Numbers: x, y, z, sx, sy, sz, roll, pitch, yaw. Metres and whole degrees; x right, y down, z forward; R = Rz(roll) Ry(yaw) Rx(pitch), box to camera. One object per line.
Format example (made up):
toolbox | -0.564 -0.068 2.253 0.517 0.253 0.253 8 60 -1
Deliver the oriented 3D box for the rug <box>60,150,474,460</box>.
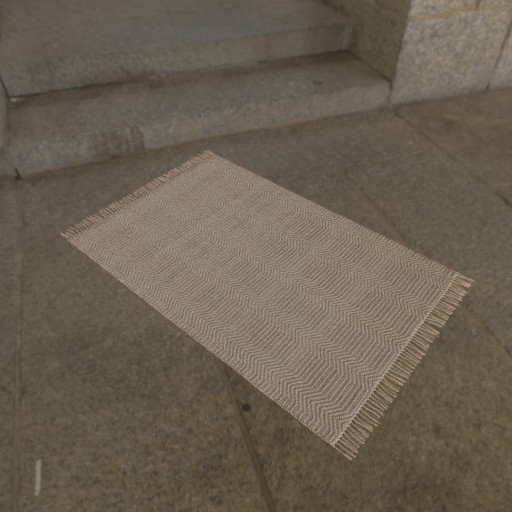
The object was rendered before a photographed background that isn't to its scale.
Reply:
rug | 0.000 0.000 3.095 2.523 0.034 1.528 31 52 28
